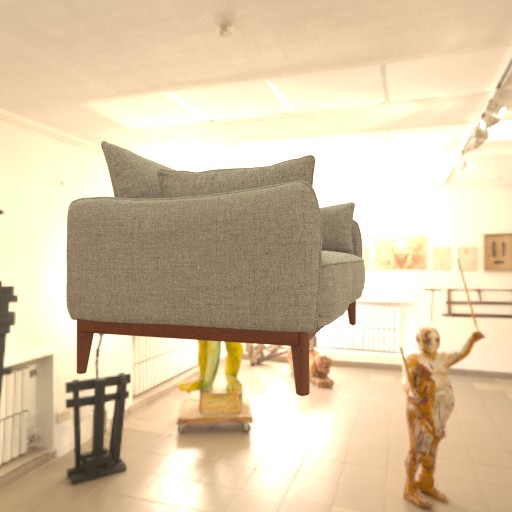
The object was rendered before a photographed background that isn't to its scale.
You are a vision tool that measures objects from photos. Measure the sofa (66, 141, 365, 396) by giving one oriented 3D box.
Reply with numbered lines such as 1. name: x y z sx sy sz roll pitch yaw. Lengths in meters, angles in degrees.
1. sofa: 0.000 0.000 2.162 0.972 0.851 1.580 0 0 18
